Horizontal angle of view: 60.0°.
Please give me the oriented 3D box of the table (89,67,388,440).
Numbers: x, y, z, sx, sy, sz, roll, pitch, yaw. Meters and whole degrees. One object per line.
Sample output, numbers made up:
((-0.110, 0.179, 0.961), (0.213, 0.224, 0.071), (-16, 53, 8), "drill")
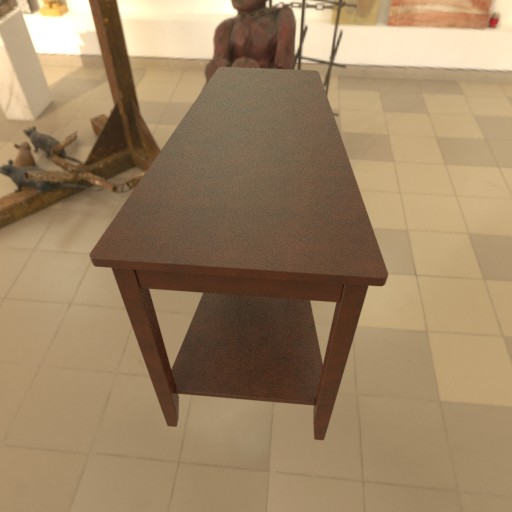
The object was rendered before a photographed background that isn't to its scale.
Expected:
((0.000, 0.000, 1.003), (0.399, 0.589, 0.605), (4, 47, 4), "table")
